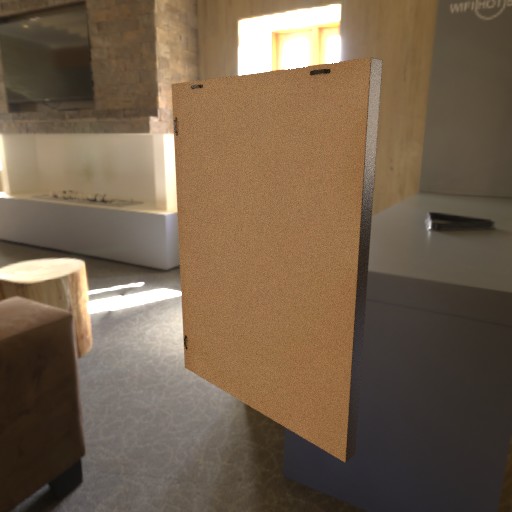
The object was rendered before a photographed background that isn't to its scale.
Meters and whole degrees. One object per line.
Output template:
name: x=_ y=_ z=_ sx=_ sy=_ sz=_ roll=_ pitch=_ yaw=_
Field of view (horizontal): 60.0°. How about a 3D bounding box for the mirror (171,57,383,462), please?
mirror: x=0.000 y=0.000 z=0.929 sx=0.507 sy=0.710 sz=0.039 roll=15 pitch=21 yaw=43
